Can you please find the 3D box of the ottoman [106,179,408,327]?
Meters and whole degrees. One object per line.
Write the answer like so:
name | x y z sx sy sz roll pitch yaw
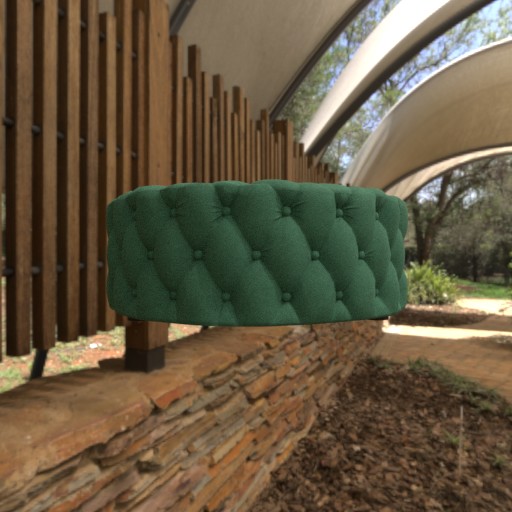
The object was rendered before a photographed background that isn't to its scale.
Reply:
ottoman | 0.000 0.000 1.538 0.998 0.399 0.998 0 0 0
